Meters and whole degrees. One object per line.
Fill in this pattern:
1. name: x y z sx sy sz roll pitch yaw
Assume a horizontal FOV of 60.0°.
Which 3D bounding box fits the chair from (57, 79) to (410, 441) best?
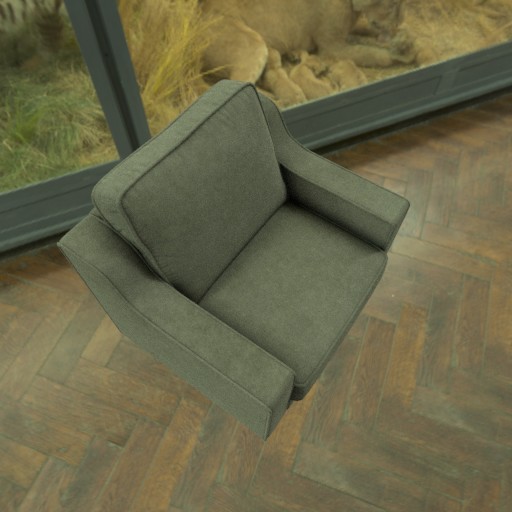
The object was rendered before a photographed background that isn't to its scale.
1. chair: 0.000 0.000 1.650 0.840 0.944 0.926 31 63 18
